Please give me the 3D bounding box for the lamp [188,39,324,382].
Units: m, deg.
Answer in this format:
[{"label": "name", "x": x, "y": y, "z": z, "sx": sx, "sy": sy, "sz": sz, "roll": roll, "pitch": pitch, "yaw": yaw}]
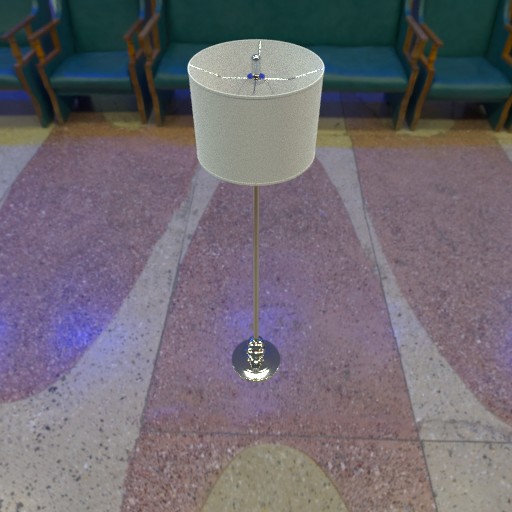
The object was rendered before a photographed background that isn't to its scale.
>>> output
[{"label": "lamp", "x": 0.000, "y": 0.000, "z": 1.675, "sx": 0.356, "sy": 1.487, "sz": 0.356, "roll": 3, "pitch": 46, "yaw": 3}]
